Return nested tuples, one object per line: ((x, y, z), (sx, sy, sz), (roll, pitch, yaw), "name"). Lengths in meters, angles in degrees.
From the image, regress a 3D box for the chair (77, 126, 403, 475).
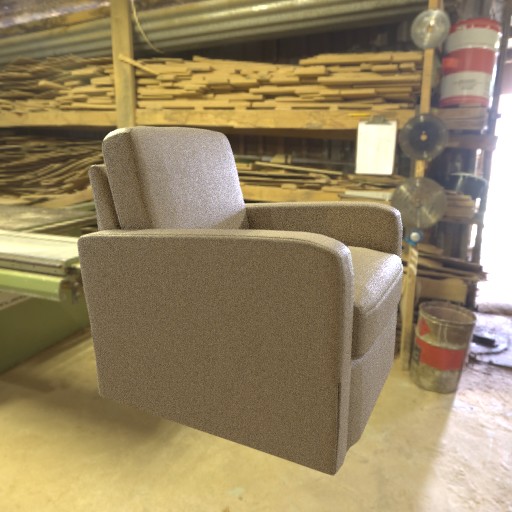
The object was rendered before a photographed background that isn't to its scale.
((0.000, 0.000, 1.460), (0.888, 0.827, 0.755), (7, 16, 26), "chair")
